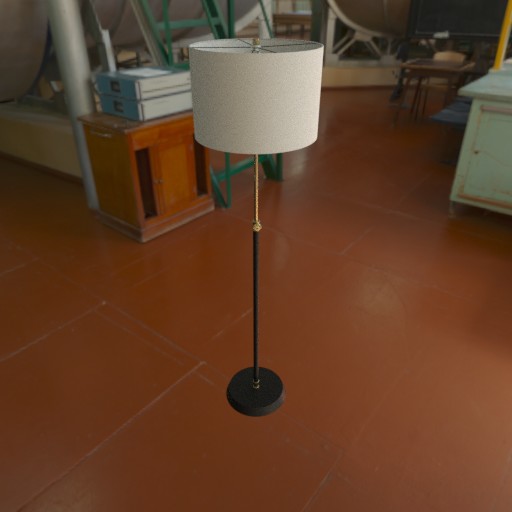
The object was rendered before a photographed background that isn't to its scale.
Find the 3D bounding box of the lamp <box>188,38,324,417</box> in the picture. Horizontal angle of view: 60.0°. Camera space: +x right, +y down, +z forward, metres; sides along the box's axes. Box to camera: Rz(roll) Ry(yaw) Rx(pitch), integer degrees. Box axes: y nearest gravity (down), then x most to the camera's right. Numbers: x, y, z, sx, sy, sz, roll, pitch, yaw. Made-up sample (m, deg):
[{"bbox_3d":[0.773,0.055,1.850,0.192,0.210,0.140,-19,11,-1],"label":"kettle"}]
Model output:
[{"bbox_3d":[0.000,0.000,1.717,0.404,1.517,0.404,-9,32,-15],"label":"lamp"}]
